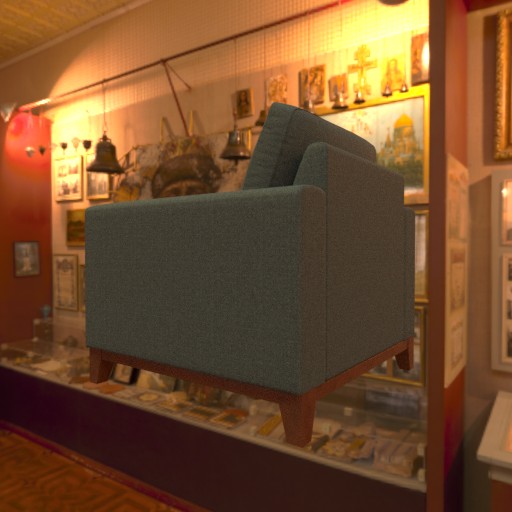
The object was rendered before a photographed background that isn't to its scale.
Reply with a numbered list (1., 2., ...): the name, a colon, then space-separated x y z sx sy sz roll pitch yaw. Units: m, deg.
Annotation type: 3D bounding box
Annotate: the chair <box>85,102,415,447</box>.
1. chair: 0.000 0.000 1.890 1.038 1.010 1.024 1 1 36
